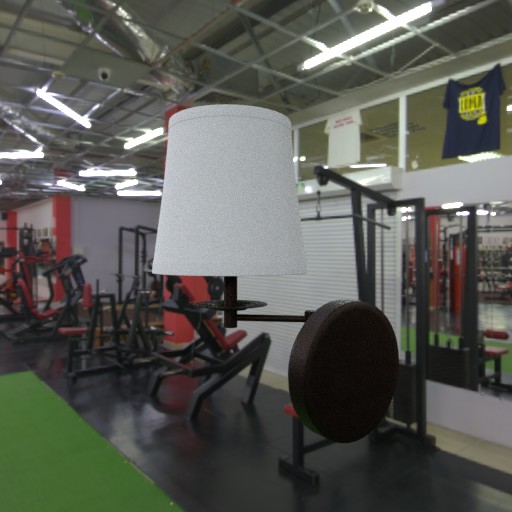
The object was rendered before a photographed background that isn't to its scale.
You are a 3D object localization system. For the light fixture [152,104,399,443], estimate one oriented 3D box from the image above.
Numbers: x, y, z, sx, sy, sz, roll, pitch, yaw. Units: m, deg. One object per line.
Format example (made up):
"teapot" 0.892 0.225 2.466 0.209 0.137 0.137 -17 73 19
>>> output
"light fixture" 0.000 0.000 0.268 0.100 0.172 0.157 0 0 -37
